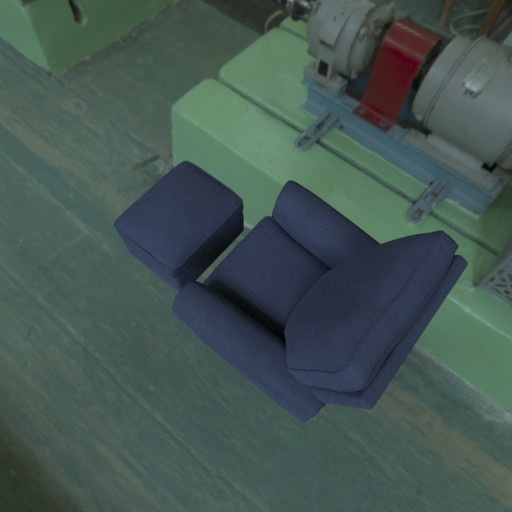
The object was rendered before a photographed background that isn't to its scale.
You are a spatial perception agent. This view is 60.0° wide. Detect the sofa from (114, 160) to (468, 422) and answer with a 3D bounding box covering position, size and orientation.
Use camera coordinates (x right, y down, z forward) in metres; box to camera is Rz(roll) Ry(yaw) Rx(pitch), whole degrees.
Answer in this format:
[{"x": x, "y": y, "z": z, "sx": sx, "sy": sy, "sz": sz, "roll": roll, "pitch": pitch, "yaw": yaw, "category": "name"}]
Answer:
[{"x": 0.000, "y": 0.000, "z": 2.033, "sx": 1.478, "sy": 0.959, "sz": 0.880, "roll": 36, "pitch": 68, "yaw": 17, "category": "sofa"}]
